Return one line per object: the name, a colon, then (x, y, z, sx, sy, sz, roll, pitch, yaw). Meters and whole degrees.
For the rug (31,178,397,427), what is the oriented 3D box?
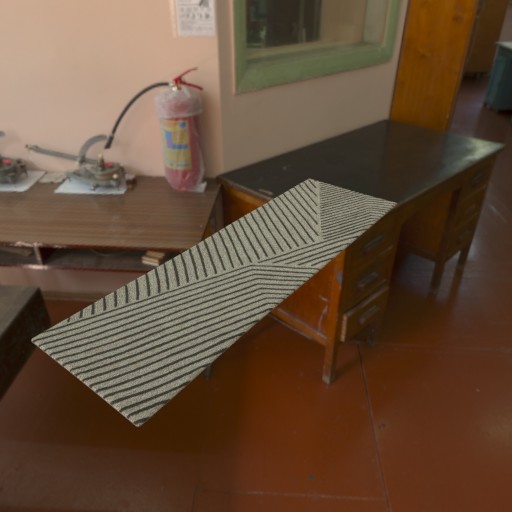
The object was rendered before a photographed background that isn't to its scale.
rug: (0.000, 0.000, 2.677, 0.773, 0.020, 2.439, 23, 39, 31)
